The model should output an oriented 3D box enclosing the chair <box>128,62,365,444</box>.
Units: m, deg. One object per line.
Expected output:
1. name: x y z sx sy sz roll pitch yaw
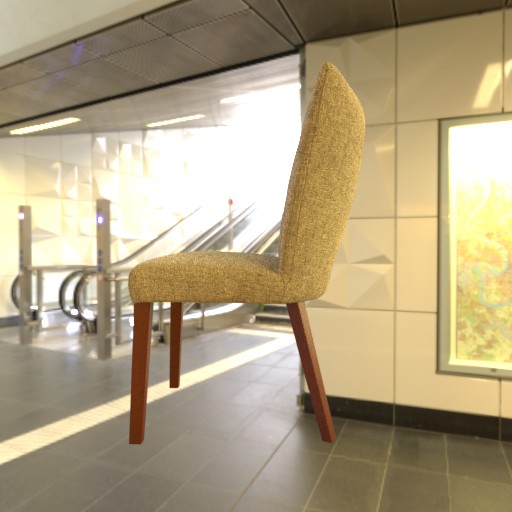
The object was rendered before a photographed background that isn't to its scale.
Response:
1. chair: 0.000 0.000 1.312 0.623 0.924 0.535 0 1 2
